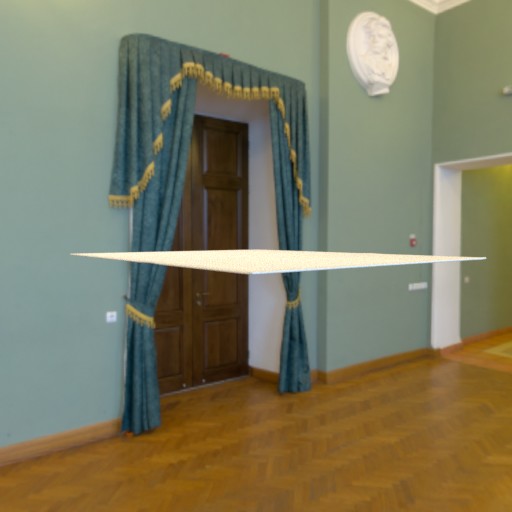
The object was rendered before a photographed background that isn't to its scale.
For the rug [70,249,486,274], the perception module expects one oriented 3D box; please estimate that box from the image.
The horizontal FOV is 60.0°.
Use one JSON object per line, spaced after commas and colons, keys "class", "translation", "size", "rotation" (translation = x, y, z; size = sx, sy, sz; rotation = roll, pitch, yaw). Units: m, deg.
{"class": "rug", "translation": [0.000, 0.000, 4.040], "size": [2.423, 0.019, 3.009], "rotation": [-2, 3, -38]}
